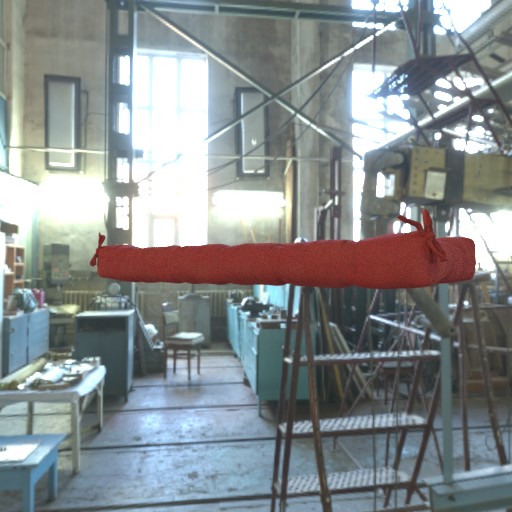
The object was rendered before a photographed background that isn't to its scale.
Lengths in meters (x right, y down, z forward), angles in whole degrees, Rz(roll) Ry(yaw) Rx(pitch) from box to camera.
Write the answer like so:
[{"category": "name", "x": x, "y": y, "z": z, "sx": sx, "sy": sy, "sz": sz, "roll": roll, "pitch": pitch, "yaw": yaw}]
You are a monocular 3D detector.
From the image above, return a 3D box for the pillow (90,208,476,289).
[{"category": "pillow", "x": 0.000, "y": 0.000, "z": 1.347, "sx": 1.194, "sy": 0.174, "sz": 0.511, "roll": -1, "pitch": -2, "yaw": 37}]
